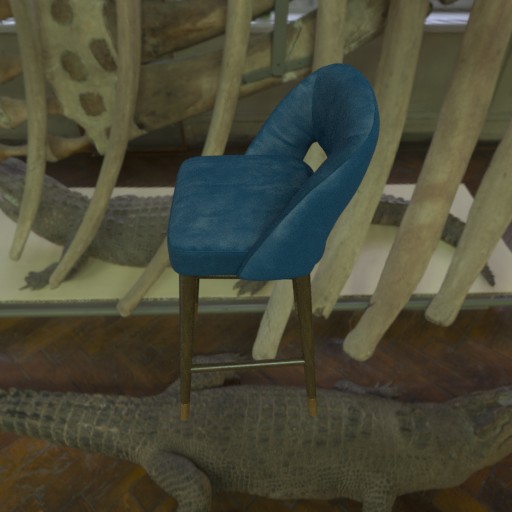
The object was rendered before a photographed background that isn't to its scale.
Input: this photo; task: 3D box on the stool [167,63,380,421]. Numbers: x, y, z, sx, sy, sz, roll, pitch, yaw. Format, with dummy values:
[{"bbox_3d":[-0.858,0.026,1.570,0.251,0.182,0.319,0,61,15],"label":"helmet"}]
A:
[{"bbox_3d":[0.000,0.000,1.299,0.515,1.016,0.514,-1,42,-2],"label":"stool"}]
